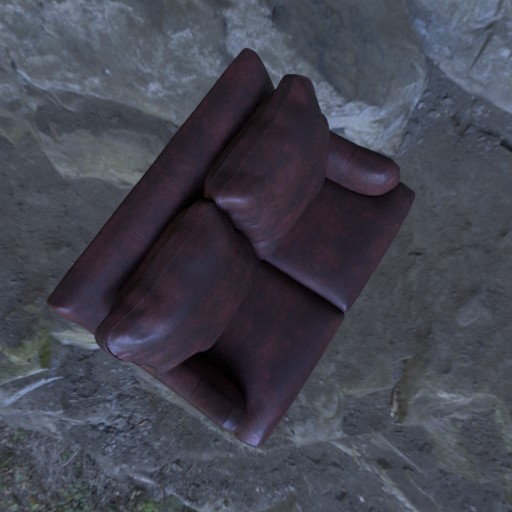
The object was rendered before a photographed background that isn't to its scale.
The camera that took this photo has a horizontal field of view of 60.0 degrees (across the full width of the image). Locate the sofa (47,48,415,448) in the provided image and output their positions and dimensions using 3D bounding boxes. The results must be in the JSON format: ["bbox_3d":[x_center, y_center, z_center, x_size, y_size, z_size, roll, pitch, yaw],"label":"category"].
[{"bbox_3d":[0.000,0.000,2.358,1.148,1.070,1.628,33,79,8],"label":"sofa"}]
